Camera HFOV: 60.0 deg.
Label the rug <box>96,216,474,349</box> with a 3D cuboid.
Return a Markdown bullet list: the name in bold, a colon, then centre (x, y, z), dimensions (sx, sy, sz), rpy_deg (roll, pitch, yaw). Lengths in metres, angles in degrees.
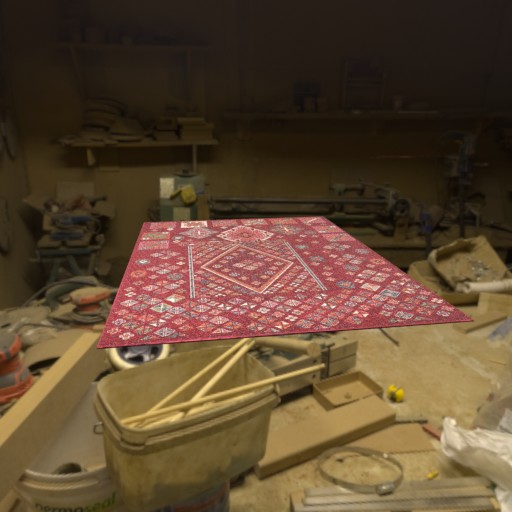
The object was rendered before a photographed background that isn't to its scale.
- **rug**: centre (0.000, 0.000, 2.839), dimensions (1.579, 0.007, 2.184), rpy_deg (-3, 17, -9)
